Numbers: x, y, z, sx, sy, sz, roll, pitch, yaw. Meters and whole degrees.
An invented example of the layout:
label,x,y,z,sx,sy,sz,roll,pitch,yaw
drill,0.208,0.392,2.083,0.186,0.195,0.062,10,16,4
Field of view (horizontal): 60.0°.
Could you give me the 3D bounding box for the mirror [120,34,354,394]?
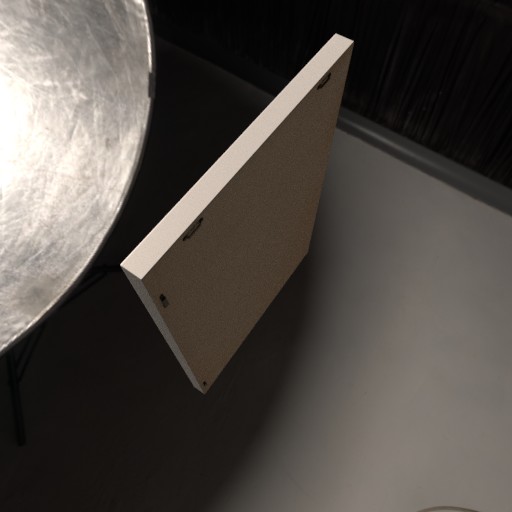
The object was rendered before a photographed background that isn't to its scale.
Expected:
label,x,y,z,sx,sy,sz,roll,pitch,yaw
mirror,0.000,0.000,0.927,0.039,0.710,0.507,32,67,15
